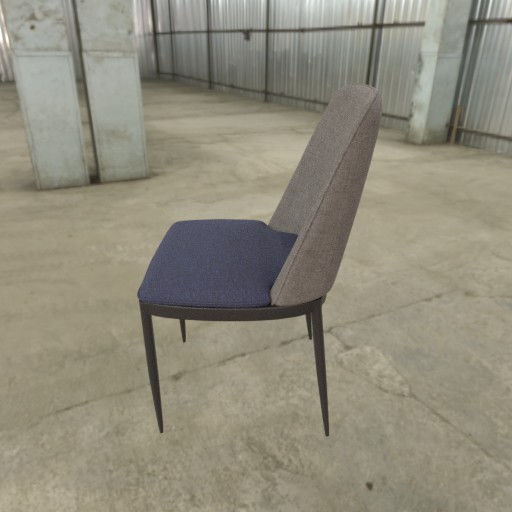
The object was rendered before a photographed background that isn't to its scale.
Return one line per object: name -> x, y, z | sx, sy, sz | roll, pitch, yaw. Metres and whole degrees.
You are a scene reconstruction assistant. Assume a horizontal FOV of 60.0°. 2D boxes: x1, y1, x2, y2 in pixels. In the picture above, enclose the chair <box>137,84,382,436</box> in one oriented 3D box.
chair -> 0.000, 0.000, 1.188 | 0.550, 0.855, 0.488 | 0, 25, 0
